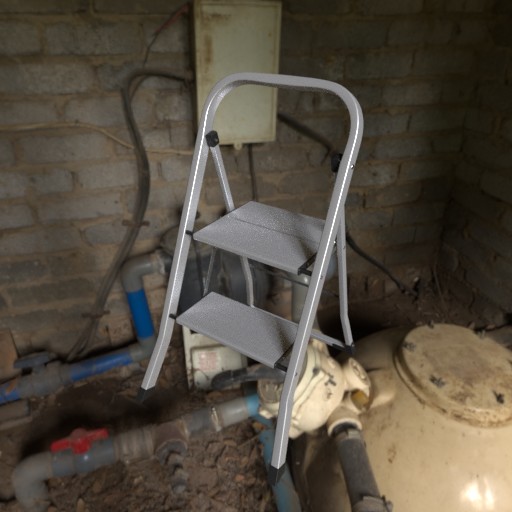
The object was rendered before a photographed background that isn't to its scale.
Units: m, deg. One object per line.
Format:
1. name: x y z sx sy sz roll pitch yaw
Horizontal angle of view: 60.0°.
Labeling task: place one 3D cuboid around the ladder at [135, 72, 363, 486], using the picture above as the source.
1. ladder: 0.000 0.000 1.119 0.465 0.830 0.530 19 35 29
